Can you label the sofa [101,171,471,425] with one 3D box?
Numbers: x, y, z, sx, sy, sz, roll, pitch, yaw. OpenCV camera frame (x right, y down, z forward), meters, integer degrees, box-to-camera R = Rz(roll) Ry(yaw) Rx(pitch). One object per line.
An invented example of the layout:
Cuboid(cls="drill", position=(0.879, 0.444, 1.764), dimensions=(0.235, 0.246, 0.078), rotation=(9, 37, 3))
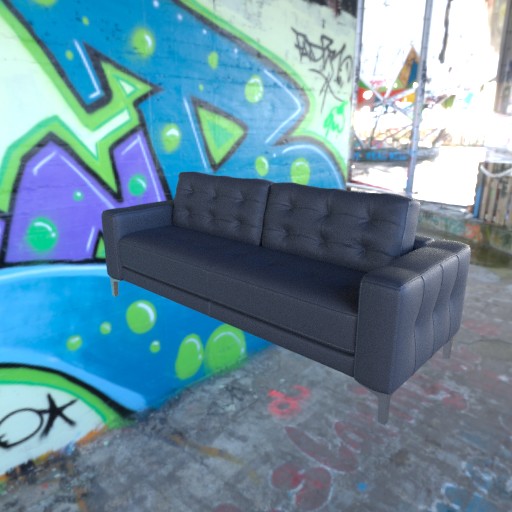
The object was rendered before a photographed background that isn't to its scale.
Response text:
Cuboid(cls="sofa", position=(0.000, 0.000, 2.747), dimensions=(2.275, 0.893, 0.833), rotation=(15, 22, 40))
